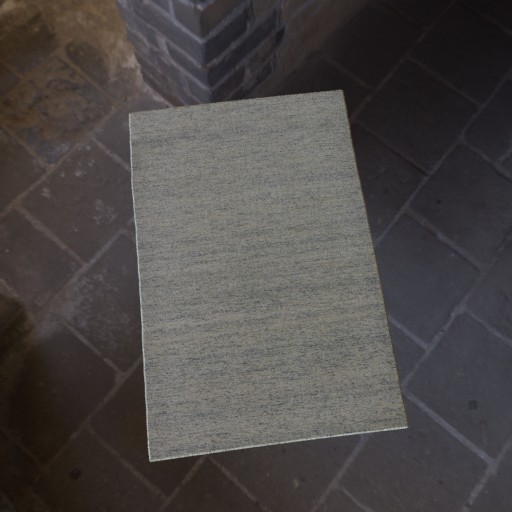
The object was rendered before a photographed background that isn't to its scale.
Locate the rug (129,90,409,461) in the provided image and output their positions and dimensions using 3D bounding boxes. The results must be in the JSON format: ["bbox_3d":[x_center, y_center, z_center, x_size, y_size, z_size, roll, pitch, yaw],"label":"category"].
[{"bbox_3d":[0.000,0.000,2.834,1.523,0.017,2.263,-7,76,-2],"label":"rug"}]
